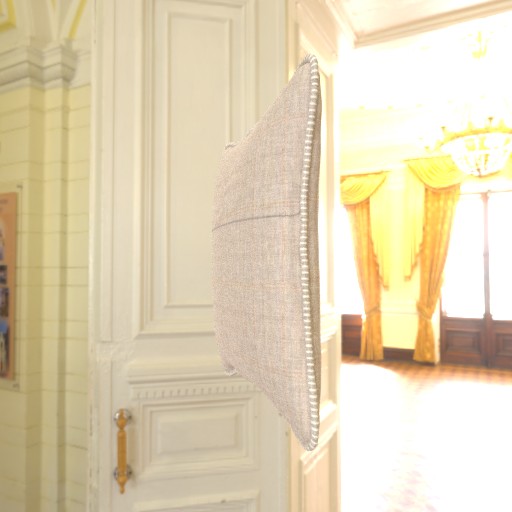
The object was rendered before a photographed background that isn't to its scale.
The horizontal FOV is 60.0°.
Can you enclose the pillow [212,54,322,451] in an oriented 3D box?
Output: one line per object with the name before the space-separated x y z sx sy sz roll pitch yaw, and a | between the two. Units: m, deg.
pillow | 0.000 0.000 0.757 0.124 0.494 0.485 1 -2 -17
